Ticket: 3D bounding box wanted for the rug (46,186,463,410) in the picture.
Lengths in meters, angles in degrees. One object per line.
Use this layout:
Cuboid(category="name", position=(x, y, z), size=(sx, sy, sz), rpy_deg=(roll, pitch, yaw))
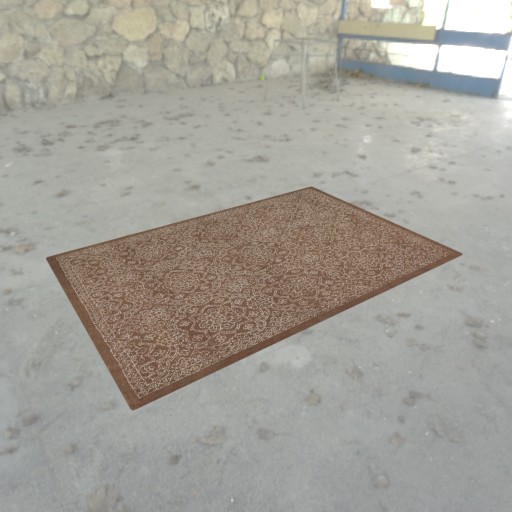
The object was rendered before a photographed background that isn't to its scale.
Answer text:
Cuboid(category="rug", position=(0.000, 0.000, 2.329), size=(1.829, 0.010, 1.219), rpy_deg=(-19, 35, -30))
